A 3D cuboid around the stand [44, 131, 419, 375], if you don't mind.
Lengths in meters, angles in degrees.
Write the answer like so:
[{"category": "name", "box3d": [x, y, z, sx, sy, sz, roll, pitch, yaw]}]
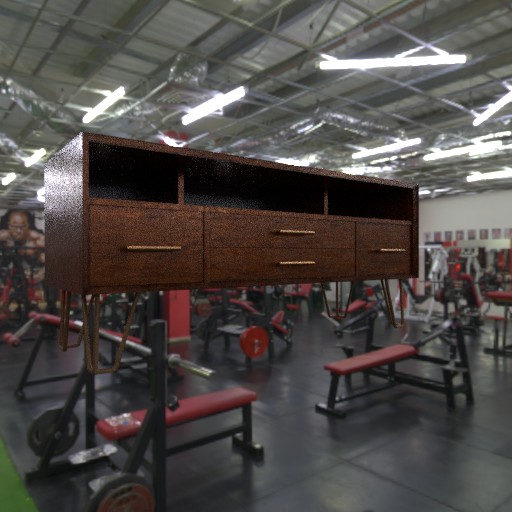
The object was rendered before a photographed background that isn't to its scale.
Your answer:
[{"category": "stand", "box3d": [0.000, 0.000, 1.667, 1.372, 0.610, 0.481, 0, 0, -36]}]
